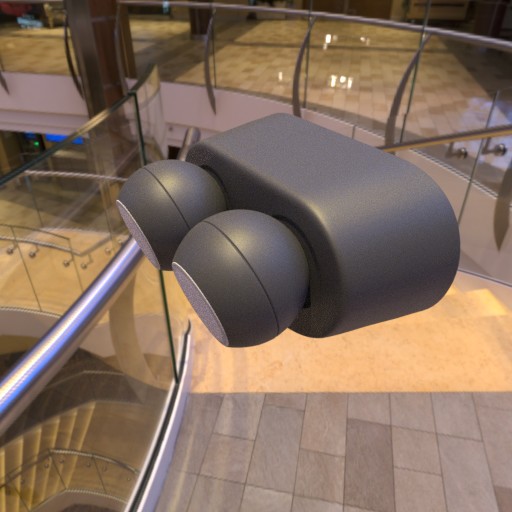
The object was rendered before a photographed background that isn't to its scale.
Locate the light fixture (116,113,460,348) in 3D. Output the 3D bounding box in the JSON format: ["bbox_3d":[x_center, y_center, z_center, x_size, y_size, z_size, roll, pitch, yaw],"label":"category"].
[{"bbox_3d":[0.000,0.000,0.336,0.159,0.159,0.229,-21,40,-28],"label":"light fixture"}]
